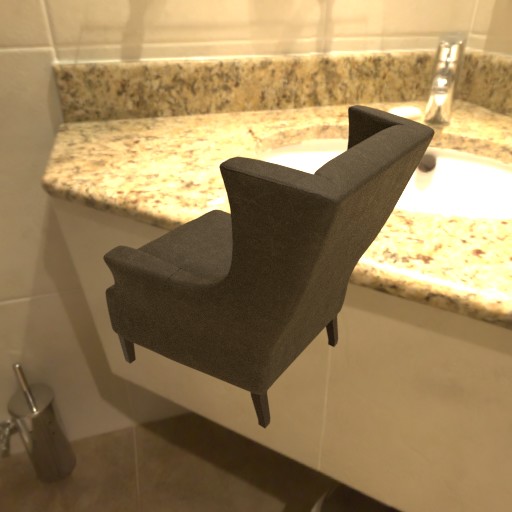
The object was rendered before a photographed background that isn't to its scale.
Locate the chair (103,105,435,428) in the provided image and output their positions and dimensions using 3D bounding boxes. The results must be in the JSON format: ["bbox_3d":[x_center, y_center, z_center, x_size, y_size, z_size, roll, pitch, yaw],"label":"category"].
[{"bbox_3d":[0.000,0.000,1.656,0.926,1.016,0.853,21,38,30],"label":"chair"}]
